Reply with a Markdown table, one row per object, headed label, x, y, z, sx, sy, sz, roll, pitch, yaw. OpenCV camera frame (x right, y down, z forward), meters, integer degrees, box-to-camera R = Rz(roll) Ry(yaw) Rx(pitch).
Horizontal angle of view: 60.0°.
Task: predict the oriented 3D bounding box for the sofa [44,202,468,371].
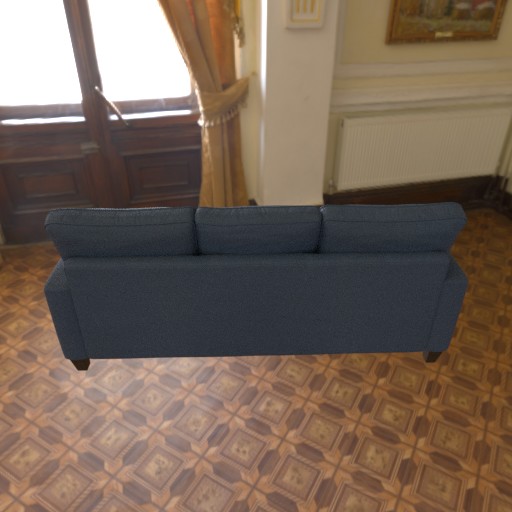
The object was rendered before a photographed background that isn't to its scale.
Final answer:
| label | x | y | z | sx | sy | sz | roll | pitch | yaw |
| --- | --- | --- | --- | --- | --- | --- | --- | --- | --- |
| sofa | 0.000 | 0.000 | 2.648 | 2.158 | 0.965 | 0.951 | -1 | 32 | -2 |
